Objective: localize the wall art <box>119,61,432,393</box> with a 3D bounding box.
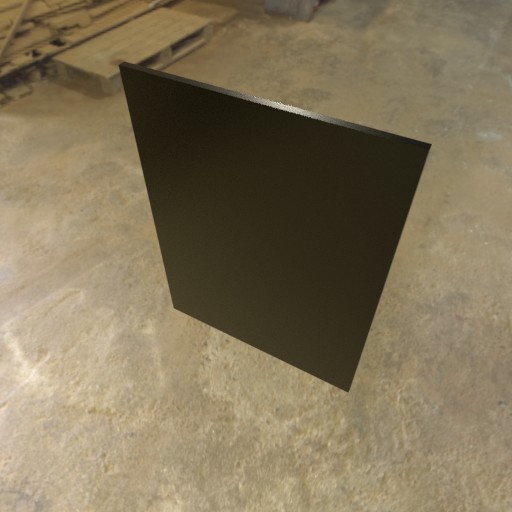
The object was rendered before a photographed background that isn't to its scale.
[{"bbox_3d":[0.000,0.000,0.776,0.442,0.582,0.013,22,51,19],"label":"wall art"}]
